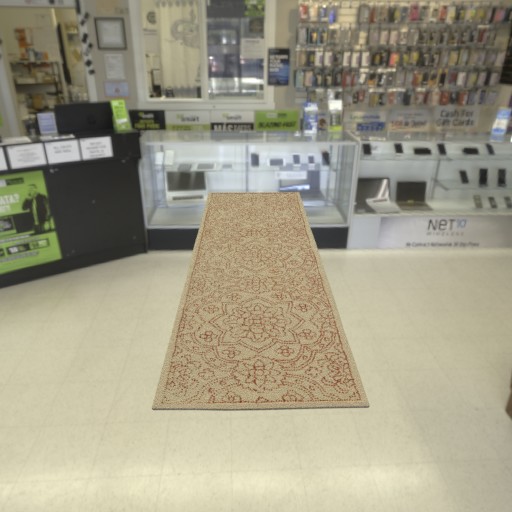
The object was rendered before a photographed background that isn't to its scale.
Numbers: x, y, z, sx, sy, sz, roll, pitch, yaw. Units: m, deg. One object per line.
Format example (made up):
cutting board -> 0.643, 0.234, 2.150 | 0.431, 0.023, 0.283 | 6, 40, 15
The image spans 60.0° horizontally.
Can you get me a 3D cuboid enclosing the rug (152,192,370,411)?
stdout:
rug -> 0.000, 0.000, 2.645 | 0.769, 0.012, 2.448 | 0, 26, -1
